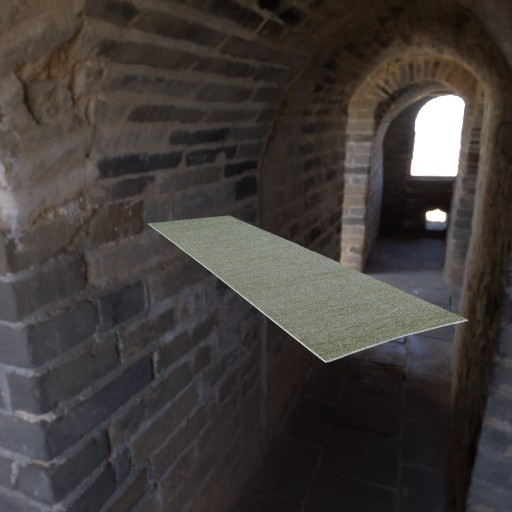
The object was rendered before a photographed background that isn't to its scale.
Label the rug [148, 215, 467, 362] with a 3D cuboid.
[{"bbox_3d":[0.000,0.000,2.570,0.686,0.013,2.340,-8,18,-26],"label":"rug"}]
